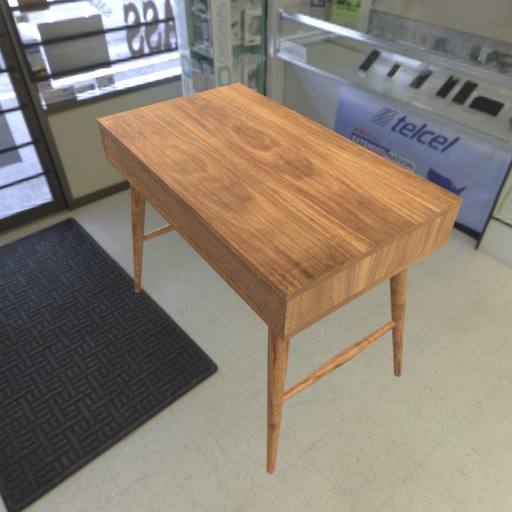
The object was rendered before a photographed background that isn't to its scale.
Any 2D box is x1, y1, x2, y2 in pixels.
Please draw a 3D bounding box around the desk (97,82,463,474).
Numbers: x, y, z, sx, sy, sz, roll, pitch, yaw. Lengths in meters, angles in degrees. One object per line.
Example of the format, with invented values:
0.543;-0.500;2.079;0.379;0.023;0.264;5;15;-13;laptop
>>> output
0.000;0.000;1.475;0.588;0.758;0.949;-26;47;-26;desk
